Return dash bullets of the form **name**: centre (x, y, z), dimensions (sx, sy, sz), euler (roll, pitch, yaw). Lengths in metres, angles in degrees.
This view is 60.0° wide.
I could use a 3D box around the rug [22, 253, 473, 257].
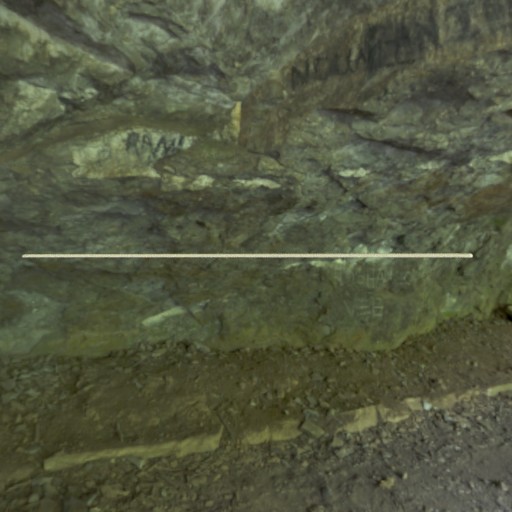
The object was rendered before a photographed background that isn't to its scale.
- **rug**: centre (0.000, 0.000, 2.073), dimensions (1.676, 0.013, 1.067), euler (0, 0, 17)
